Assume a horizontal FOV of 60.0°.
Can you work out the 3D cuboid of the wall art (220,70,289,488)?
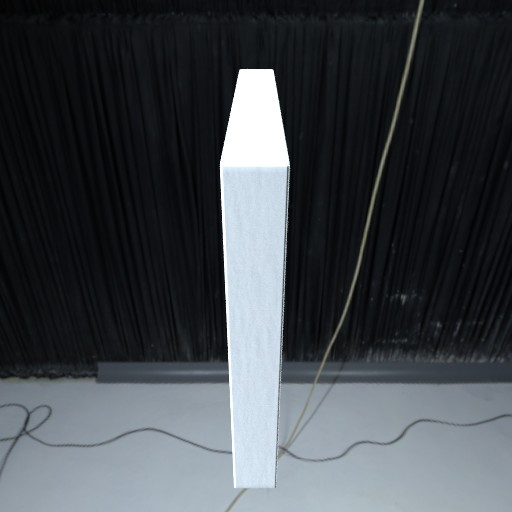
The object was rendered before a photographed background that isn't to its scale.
[{"bbox_3d":[0.000,0.000,0.448,0.038,0.305,0.305,0,32,0],"label":"wall art"}]
